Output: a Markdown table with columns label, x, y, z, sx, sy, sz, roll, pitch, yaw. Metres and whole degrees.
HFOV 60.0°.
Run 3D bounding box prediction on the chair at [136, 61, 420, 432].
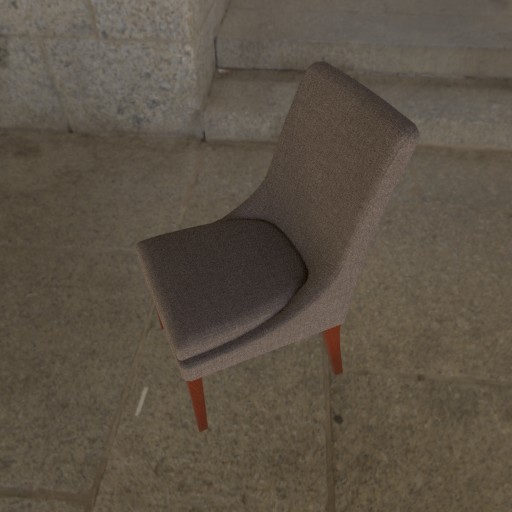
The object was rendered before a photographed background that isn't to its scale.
| label | x | y | z | sx | sy | sz | roll | pitch | yaw |
| --- | --- | --- | --- | --- | --- | --- | --- | --- | --- |
| chair | 0.000 | 0.000 | 1.373 | 0.655 | 0.952 | 0.508 | -18 | 48 | -17 |
